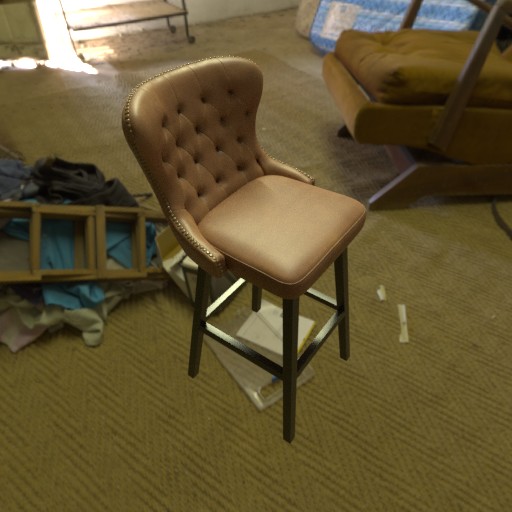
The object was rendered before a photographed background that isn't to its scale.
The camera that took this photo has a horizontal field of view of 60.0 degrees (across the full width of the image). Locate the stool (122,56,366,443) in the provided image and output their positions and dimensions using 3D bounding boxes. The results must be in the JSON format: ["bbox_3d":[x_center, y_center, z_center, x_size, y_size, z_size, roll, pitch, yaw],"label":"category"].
[{"bbox_3d":[0.000,0.000,1.412,0.601,1.050,0.528,25,47,26],"label":"stool"}]
